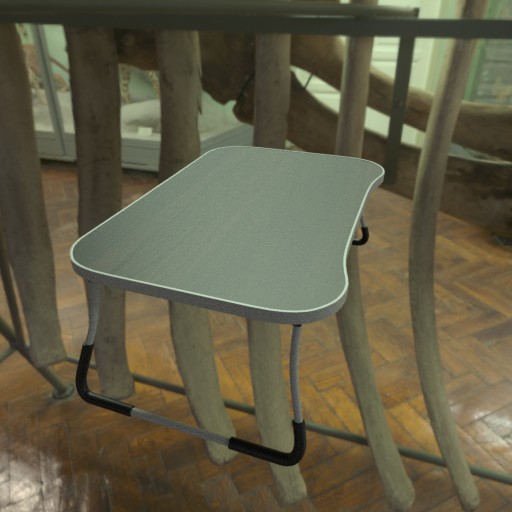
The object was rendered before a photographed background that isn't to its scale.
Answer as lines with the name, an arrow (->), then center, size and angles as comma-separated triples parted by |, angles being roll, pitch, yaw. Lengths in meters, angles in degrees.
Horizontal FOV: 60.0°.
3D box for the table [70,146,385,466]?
table -> 0.000, 0.000, 0.847 | 0.400, 0.232, 0.660 | 10, 32, 17
